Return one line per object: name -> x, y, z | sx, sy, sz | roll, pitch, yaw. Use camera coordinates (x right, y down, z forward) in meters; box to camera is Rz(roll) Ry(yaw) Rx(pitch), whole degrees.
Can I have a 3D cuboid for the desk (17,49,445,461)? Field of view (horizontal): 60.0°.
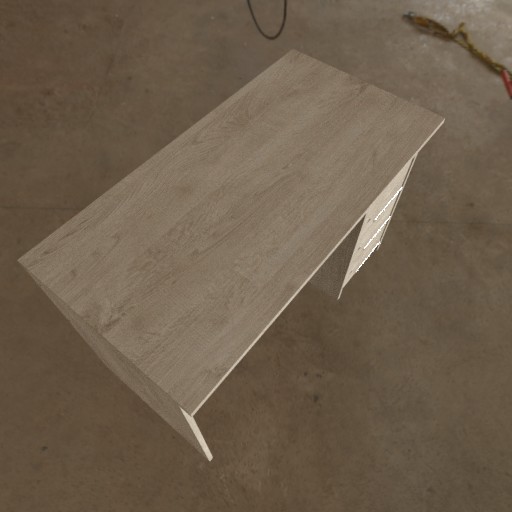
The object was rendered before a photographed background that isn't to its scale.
desk -> 0.000, 0.000, 1.482 | 0.560, 0.730, 1.096 | 34, 63, 20
